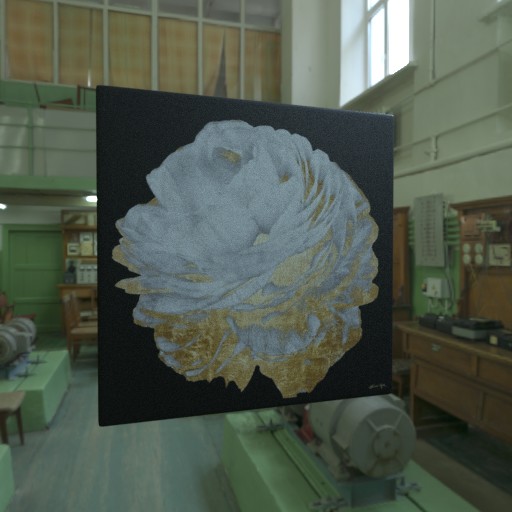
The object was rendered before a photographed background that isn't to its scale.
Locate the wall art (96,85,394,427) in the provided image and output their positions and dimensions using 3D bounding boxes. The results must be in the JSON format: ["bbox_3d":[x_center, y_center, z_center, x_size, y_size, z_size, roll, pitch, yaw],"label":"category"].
[{"bbox_3d":[0.000,0.000,0.604,0.406,0.407,0.041,0,1,-17],"label":"wall art"}]
